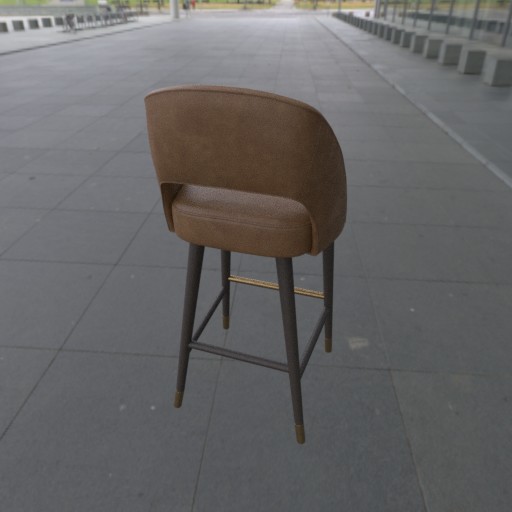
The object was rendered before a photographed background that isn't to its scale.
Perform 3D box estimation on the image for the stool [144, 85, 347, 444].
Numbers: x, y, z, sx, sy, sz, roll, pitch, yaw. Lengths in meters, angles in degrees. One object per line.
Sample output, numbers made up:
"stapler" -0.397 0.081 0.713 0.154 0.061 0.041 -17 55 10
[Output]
"stool" 0.000 0.000 1.326 0.494 1.037 0.509 10 32 16
